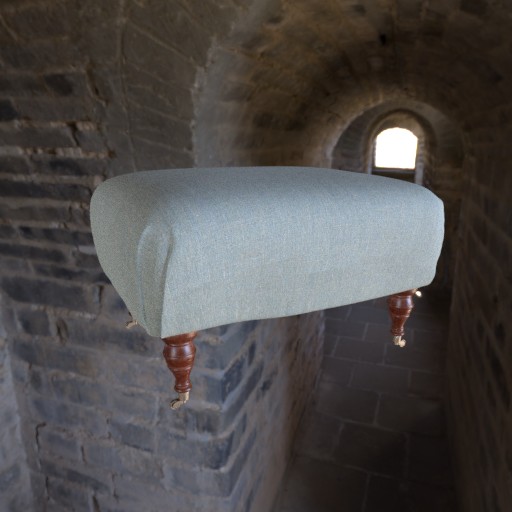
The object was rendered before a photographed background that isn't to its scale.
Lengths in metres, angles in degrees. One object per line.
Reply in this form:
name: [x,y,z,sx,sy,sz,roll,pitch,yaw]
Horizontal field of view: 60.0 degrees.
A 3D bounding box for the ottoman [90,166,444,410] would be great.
ottoman: [0.000,0.000,1.147,0.747,0.450,0.622,-7,17,-26]
